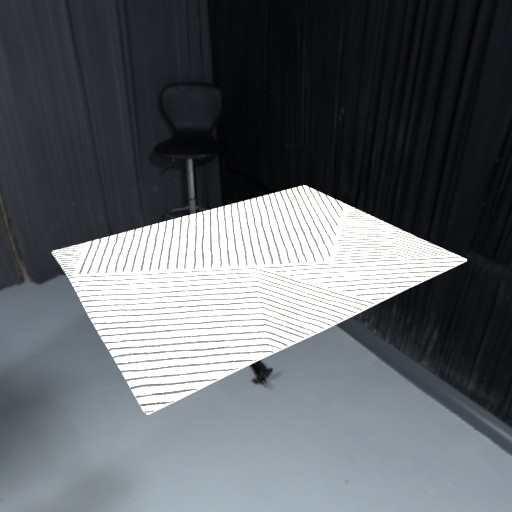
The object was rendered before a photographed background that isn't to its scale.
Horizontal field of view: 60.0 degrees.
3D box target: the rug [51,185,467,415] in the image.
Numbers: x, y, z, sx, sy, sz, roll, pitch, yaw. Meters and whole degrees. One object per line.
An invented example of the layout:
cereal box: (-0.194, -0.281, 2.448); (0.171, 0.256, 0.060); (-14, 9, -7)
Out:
rug: (0.000, 0.000, 3.240); (2.449, 0.028, 1.829); (-19, 35, -29)
